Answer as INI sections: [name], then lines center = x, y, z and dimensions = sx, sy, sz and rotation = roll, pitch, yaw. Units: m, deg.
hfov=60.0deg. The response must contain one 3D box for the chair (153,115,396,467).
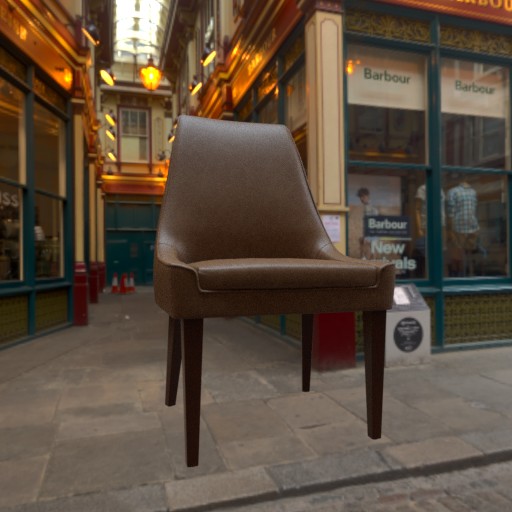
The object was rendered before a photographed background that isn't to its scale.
[chair]
center = 0.000, 0.000, 1.193
dimensions = 0.529, 0.861, 0.544
rotation = 0, 0, -18
